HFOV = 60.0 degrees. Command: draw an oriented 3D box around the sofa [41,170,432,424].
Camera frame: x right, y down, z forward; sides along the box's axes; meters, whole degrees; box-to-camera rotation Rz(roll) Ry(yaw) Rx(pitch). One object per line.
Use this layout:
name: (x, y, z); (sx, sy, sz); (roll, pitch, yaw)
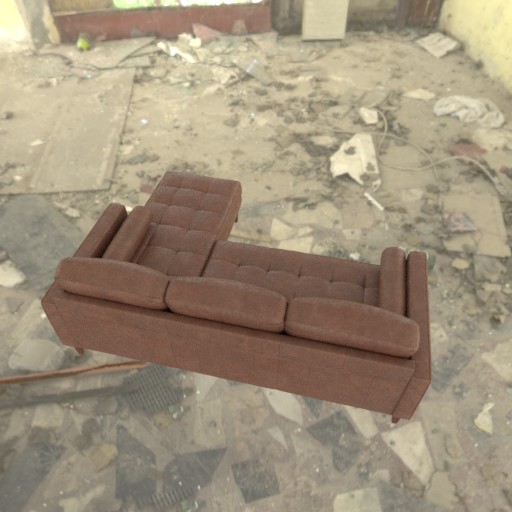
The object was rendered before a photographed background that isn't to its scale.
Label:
sofa: (0.000, 0.000, 2.999); (2.185, 0.841, 1.613); (10, 47, 9)
